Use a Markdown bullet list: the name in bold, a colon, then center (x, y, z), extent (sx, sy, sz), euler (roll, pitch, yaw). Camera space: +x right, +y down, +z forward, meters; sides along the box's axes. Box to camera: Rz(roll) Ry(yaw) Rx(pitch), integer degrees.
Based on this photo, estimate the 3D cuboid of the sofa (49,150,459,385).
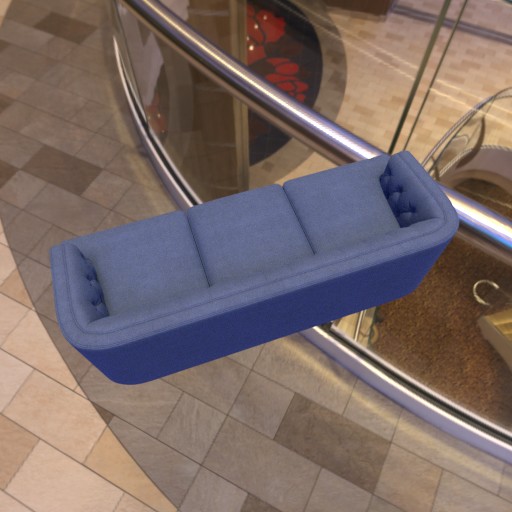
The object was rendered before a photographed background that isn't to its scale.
- **sofa**: center (0.000, 0.000, 2.706), extent (2.235, 0.787, 0.914), euler (-17, 61, -9)
